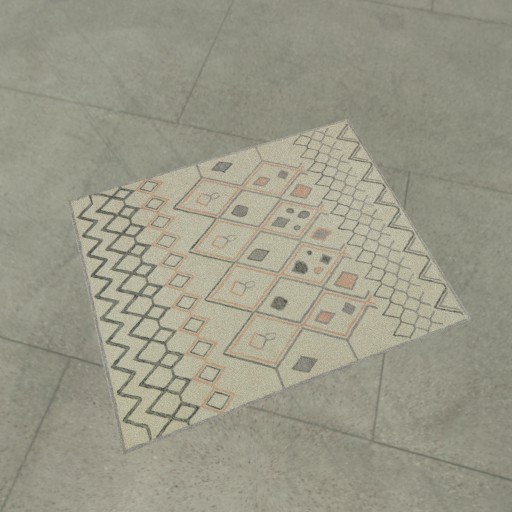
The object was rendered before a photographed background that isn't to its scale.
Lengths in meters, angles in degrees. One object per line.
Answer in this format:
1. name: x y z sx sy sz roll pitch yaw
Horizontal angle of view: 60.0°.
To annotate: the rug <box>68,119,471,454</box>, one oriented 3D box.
1. rug: 0.000 0.000 4.091 3.050 0.016 2.441 -18 65 -9
